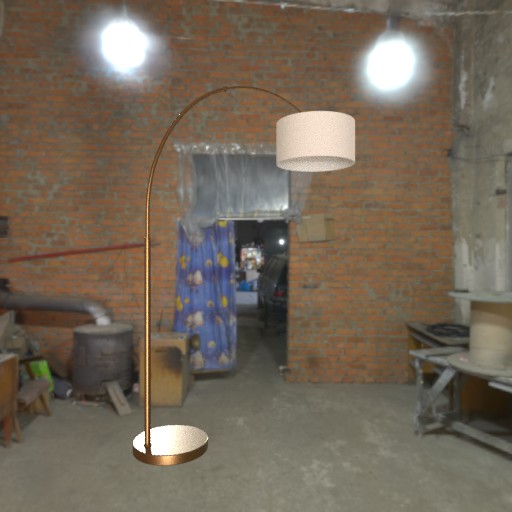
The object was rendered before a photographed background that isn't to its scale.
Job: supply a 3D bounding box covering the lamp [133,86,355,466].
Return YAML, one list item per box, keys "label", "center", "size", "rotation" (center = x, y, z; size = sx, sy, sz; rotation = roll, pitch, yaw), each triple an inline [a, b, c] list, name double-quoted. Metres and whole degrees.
- label: "lamp"
  center: [0.000, 0.000, 2.536]
  size: [1.434, 1.927, 0.493]
  rotation: [0, 0, -37]
